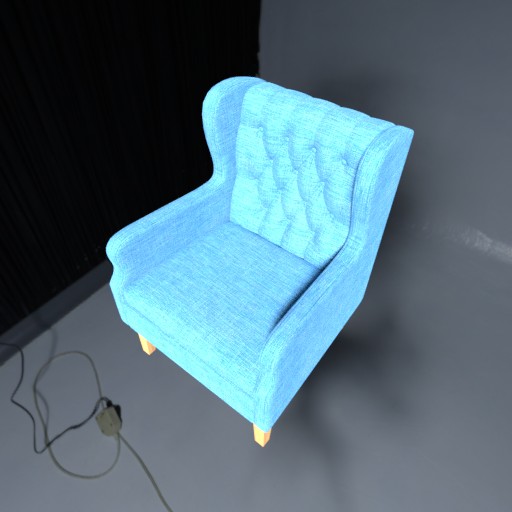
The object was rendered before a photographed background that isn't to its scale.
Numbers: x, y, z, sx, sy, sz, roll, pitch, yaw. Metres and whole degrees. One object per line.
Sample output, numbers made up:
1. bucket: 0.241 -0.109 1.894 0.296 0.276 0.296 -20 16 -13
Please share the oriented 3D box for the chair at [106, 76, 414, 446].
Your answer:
1. chair: 0.000 0.000 1.569 0.711 0.952 0.775 30 51 27
